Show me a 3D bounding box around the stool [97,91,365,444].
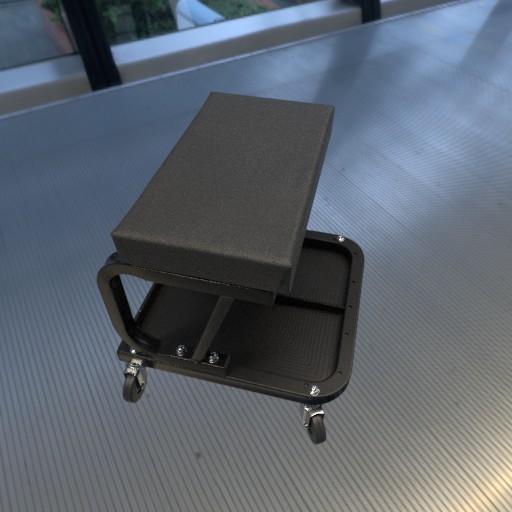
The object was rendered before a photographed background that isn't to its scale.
[{"bbox_3d":[0.000,0.000,0.739,0.371,0.380,0.446,10,47,10],"label":"stool"}]
